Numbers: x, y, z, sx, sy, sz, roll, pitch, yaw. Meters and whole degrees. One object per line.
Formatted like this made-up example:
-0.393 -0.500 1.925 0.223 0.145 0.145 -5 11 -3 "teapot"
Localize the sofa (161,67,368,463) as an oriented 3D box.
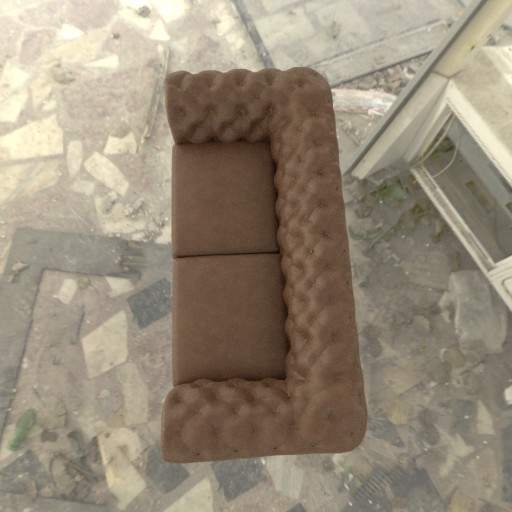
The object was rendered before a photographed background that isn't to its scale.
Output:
0.000 0.000 2.518 0.955 0.784 2.048 -3 74 -1 "sofa"
